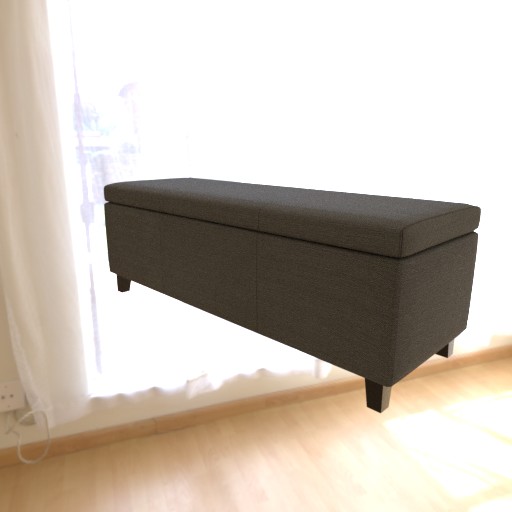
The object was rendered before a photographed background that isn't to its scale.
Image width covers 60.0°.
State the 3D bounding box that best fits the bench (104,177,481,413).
[{"bbox_3d":[0.000,0.000,1.482,1.269,0.438,0.446,14,20,43],"label":"bench"}]
